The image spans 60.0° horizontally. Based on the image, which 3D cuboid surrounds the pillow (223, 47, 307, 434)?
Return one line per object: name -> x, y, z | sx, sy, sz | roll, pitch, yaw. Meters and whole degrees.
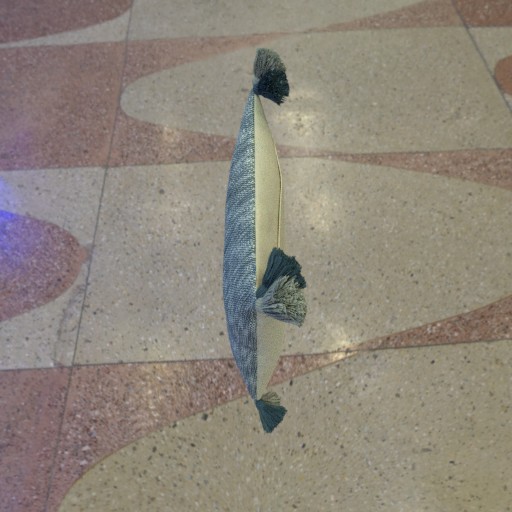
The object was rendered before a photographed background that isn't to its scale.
pillow -> 0.000, 0.000, 0.938 | 0.138, 0.634, 0.614 | 0, 57, 0
